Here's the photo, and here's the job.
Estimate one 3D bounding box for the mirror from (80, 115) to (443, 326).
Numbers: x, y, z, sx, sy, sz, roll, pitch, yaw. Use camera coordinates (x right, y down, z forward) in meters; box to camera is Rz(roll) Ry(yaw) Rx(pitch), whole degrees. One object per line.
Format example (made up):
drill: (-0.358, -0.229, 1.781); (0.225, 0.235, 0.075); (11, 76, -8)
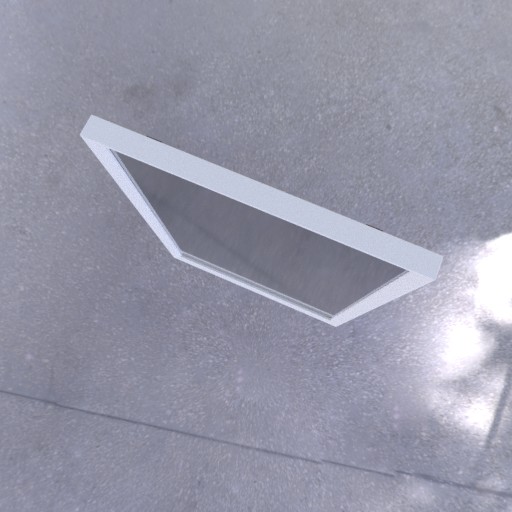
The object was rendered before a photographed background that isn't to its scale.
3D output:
mirror: (0.000, 0.000, 0.929); (0.507, 0.710, 0.039); (23, 77, 5)
